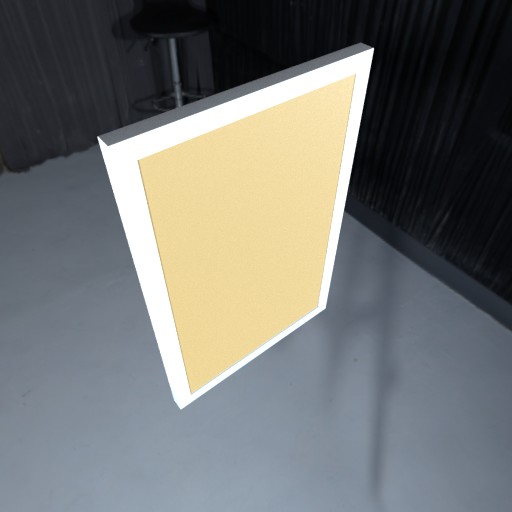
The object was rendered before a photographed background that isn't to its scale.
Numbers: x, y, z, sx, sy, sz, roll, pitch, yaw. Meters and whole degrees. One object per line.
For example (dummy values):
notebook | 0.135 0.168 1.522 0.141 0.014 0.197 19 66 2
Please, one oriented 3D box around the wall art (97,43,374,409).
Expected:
wall art | 0.000 0.000 1.154 0.612 0.915 0.039 -30 53 -25
